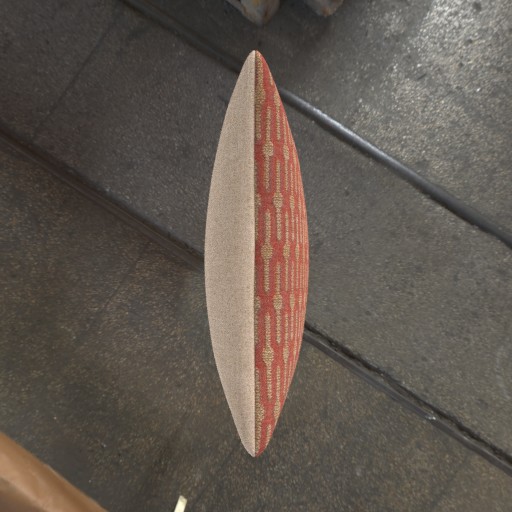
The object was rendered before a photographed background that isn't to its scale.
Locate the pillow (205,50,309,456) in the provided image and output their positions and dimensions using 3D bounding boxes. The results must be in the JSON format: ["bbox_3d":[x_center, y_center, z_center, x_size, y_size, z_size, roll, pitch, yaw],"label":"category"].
[{"bbox_3d":[0.000,0.000,0.793,0.182,0.503,0.511,0,88,0],"label":"pillow"}]
